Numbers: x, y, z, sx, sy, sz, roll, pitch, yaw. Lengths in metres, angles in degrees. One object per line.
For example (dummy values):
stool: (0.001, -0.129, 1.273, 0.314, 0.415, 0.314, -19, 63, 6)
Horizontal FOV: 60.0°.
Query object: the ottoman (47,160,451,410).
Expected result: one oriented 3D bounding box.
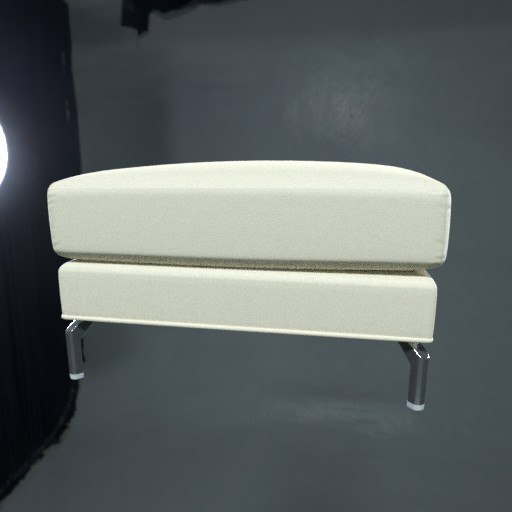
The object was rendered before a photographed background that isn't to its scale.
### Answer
ottoman: (0.000, 0.000, 1.188, 0.835, 0.497, 0.581, 2, 14, 9)
